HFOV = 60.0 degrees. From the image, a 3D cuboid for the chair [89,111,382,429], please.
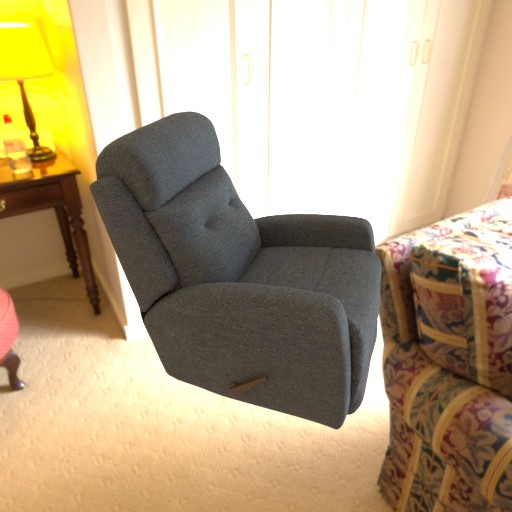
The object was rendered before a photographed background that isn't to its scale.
[{"bbox_3d":[0.000,0.000,1.817,1.043,1.013,0.798,11,32,18],"label":"chair"}]
